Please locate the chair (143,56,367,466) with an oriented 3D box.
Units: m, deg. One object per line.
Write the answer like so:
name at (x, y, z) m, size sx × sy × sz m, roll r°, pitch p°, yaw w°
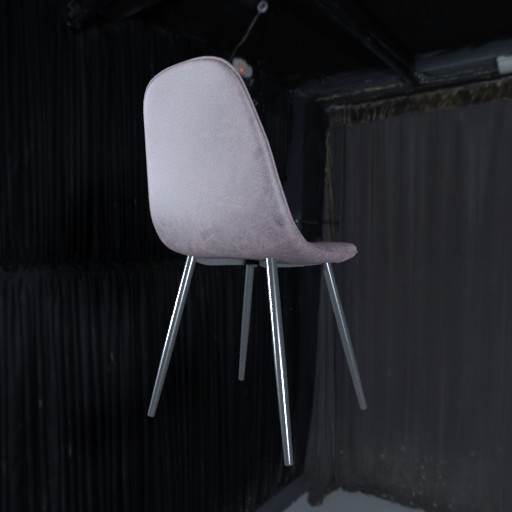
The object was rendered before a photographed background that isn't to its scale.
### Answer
chair at (0.000, 0.000, 1.228) m, size 0.472 × 0.889 × 0.561 m, roll 2°, pitch 3°, yaw 37°
